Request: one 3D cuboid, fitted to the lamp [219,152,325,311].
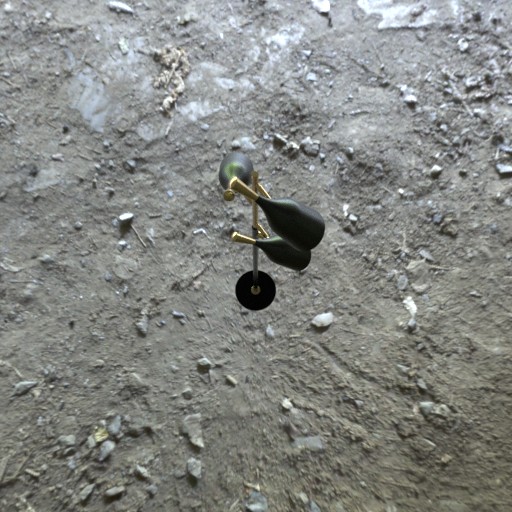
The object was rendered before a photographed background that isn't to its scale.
[{"bbox_3d":[0.000,0.000,1.877,0.253,1.778,0.434,-35,78,-8],"label":"lamp"}]
